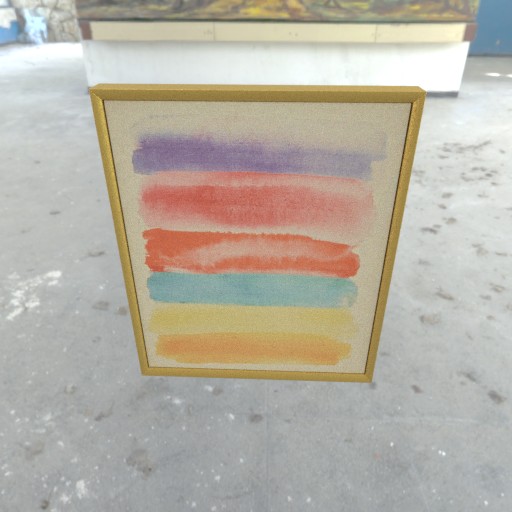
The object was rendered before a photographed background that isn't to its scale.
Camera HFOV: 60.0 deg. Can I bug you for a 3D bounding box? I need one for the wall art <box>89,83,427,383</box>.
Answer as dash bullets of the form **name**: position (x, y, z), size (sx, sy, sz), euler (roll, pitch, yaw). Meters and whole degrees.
- **wall art**: position (0.000, 0.000, 0.888), size (0.537, 0.642, 0.048), euler (1, 31, 2)
